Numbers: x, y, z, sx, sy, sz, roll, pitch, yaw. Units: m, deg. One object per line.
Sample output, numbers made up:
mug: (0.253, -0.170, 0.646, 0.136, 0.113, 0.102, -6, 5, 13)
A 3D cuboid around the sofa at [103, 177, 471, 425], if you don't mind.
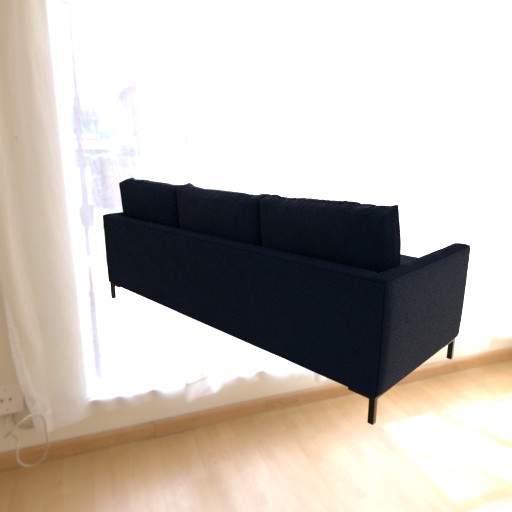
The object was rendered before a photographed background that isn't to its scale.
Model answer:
sofa: (0.000, 0.000, 2.729, 2.252, 0.879, 0.875, 14, 20, 43)
